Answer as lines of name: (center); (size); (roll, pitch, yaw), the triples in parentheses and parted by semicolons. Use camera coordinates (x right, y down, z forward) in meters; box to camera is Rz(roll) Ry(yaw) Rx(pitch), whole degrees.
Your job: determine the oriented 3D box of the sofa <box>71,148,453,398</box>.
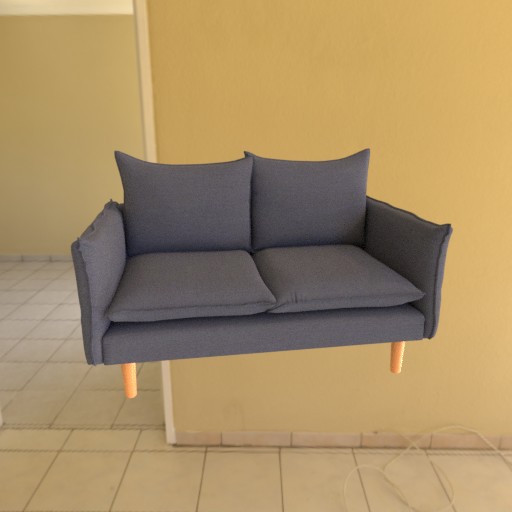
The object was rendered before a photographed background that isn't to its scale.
sofa: (0.000, 0.000, 1.846); (1.300, 0.840, 0.820); (-3, 17, -9)
